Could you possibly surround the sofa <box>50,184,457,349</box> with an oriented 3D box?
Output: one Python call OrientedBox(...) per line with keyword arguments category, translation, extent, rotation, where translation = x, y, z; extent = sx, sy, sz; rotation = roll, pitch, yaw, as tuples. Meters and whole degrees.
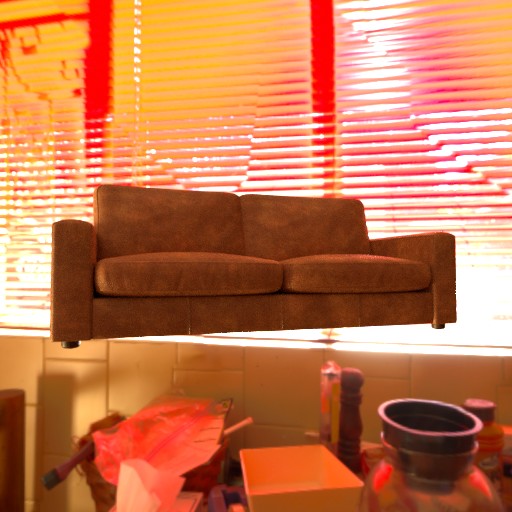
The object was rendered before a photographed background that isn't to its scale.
OrientedBox(category="sofa", translation=(0.000, 0.000, 2.692), extent=(2.179, 0.873, 1.016), rotation=(1, -2, -19))
